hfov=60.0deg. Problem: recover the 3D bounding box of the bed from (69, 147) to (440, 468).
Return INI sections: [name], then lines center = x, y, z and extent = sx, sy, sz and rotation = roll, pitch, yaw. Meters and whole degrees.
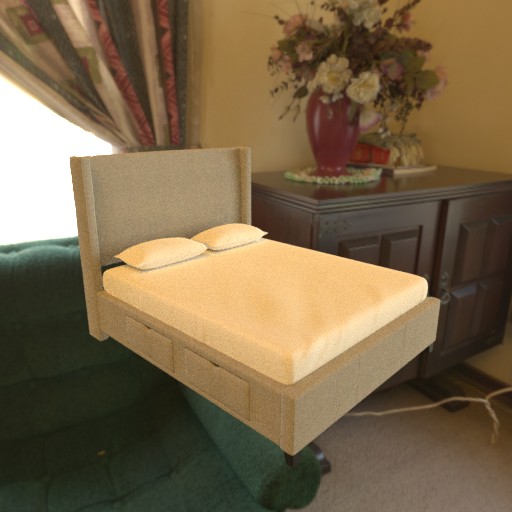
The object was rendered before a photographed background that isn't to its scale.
[bed]
center = 0.000, 0.000, 3.414
extent = 2.222, 1.491, 1.774
rotation = 16, 23, 42
